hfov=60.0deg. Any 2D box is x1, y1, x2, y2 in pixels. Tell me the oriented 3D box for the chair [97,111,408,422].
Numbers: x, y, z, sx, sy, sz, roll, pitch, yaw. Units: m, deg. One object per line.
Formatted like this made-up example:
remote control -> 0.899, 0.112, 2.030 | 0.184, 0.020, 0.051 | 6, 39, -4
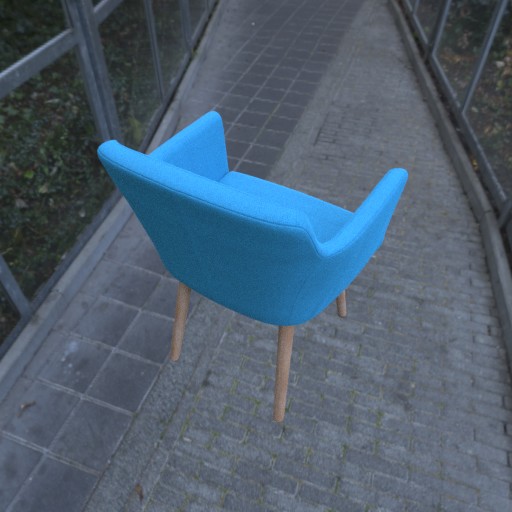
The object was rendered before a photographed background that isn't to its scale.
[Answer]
chair -> 0.000, 0.000, 1.169 | 0.570, 0.780, 0.540 | 24, 49, 22
